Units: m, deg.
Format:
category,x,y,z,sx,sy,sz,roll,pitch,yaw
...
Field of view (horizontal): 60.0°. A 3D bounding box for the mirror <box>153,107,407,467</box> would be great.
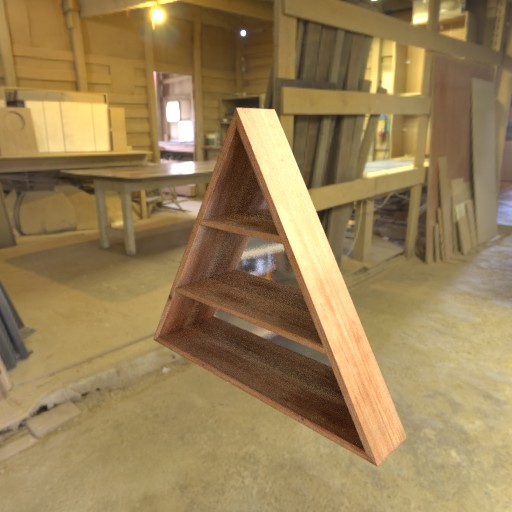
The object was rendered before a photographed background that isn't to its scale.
category,x,y,z,sx,sy,sz,roll,pitch,yaw
mirror,0.000,0.000,0.867,0.631,0.548,0.100,15,22,42
